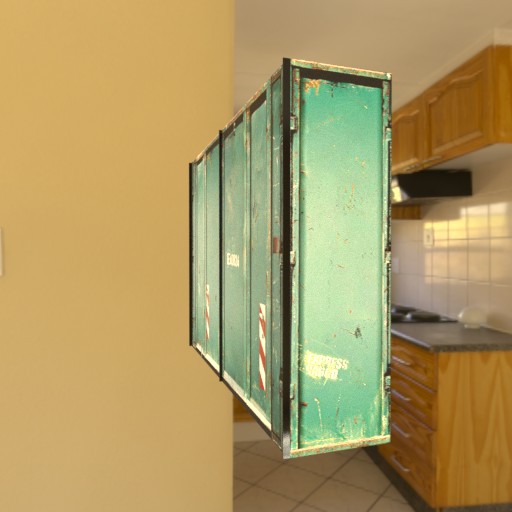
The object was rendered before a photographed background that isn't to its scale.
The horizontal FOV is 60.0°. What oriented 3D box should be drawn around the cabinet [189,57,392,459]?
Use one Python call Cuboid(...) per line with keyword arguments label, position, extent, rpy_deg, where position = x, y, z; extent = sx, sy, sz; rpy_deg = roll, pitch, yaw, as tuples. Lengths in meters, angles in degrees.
Cuboid(label="cabinet", position=(0.000, 0.000, 3.911), extent=(0.680, 2.160, 3.001), rpy_deg=(0, 1, -18))
